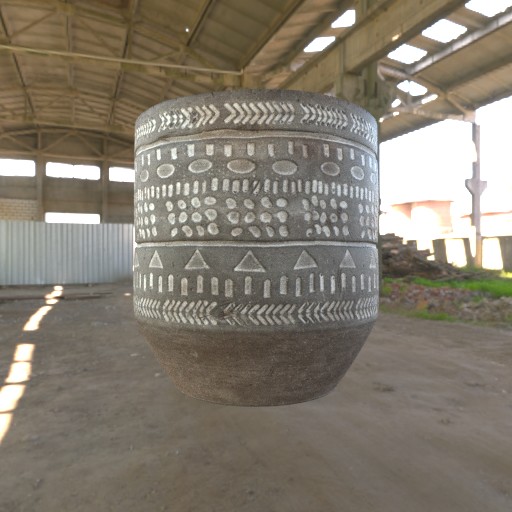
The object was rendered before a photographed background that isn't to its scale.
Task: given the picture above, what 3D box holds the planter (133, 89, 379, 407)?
[{"bbox_3d":[0.000,0.000,0.228,0.122,0.128,0.122,0,0,0],"label":"planter"}]
